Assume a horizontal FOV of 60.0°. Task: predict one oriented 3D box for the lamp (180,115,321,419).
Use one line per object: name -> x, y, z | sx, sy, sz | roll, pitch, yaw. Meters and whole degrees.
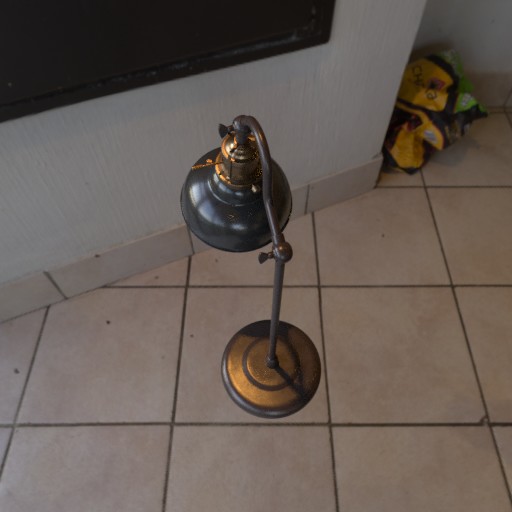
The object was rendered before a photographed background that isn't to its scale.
lamp -> 0.000, 0.000, 0.686 | 0.192, 0.508, 0.374 | -15, 58, -10
